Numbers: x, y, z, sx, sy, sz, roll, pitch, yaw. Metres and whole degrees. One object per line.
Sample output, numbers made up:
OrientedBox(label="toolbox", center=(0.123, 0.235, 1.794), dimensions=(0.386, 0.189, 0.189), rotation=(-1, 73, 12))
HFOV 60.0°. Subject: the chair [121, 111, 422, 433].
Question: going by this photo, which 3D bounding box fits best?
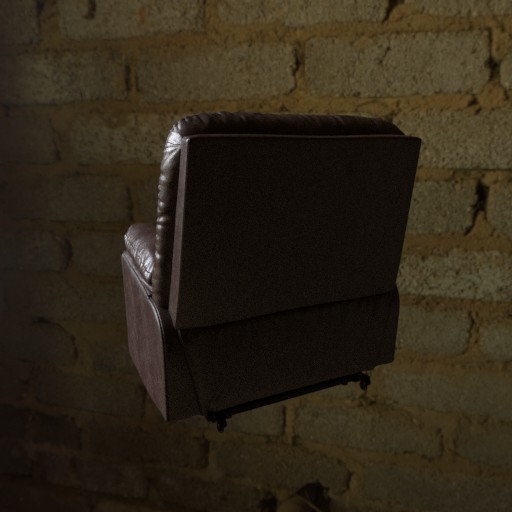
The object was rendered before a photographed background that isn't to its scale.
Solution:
OrientedBox(label="chair", center=(0.000, 0.000, 1.744), dimensions=(0.940, 1.041, 0.879), rotation=(-7, 16, -25))
